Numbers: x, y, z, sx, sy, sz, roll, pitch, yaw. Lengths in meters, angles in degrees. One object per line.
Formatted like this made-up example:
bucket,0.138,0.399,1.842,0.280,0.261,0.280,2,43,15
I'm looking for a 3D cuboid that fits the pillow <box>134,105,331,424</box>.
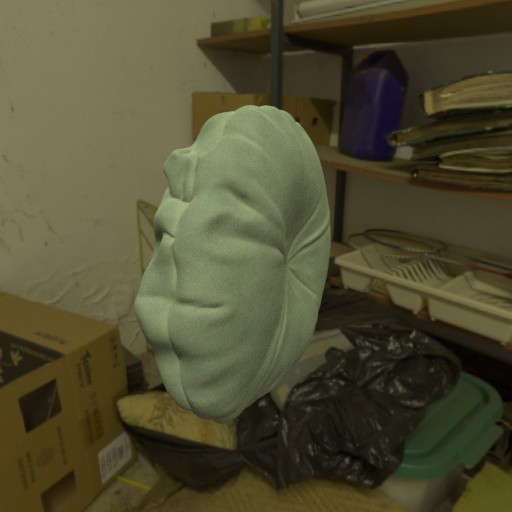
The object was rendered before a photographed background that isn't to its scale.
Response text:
pillow,0.000,0.000,0.632,0.148,0.407,0.428,7,17,24
